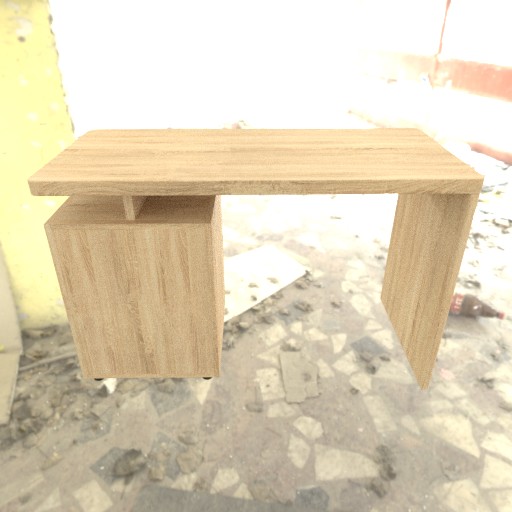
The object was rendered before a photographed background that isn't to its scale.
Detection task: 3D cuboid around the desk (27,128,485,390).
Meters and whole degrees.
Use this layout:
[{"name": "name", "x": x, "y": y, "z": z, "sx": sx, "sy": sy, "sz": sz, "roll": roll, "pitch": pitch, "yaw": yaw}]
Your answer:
[{"name": "desk", "x": 0.000, "y": 0.000, "z": 1.569, "sx": 1.200, "sy": 0.760, "sz": 0.550, "roll": 0, "pitch": 30, "yaw": -1}]
